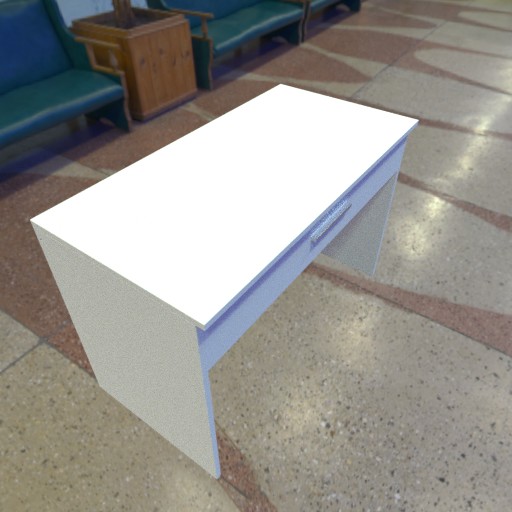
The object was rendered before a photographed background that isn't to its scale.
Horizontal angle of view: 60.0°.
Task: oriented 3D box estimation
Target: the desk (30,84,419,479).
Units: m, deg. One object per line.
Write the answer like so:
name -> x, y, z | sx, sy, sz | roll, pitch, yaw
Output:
desk -> 0.000, 0.000, 1.528 | 0.560, 0.730, 1.100 | 26, 47, 26
